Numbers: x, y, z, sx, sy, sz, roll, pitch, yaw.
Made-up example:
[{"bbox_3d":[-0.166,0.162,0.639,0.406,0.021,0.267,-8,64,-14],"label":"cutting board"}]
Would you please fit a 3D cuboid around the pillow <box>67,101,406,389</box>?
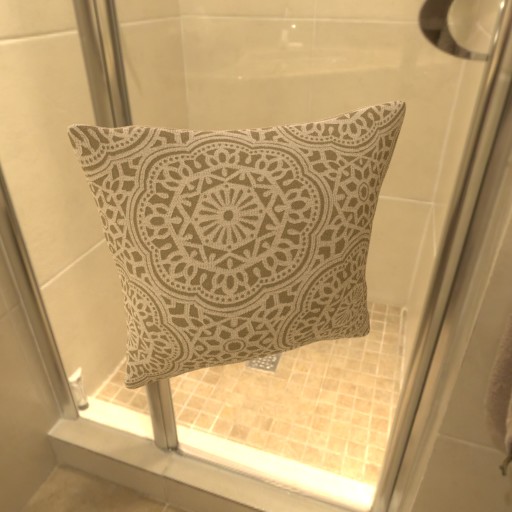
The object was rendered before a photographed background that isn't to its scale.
[{"bbox_3d":[0.000,0.000,0.653,0.438,0.421,0.167,-10,33,-15],"label":"pillow"}]
